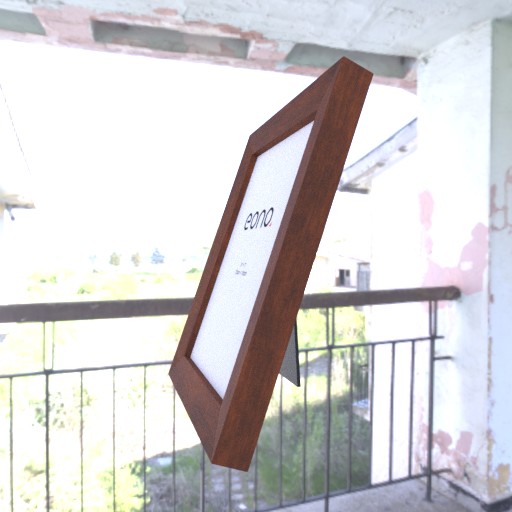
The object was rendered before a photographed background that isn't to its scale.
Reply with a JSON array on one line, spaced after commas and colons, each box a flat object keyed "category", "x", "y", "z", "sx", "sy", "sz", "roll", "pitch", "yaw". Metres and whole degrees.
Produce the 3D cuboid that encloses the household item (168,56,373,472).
[{"category": "household item", "x": 0.000, "y": 0.000, "z": 0.295, "sx": 0.096, "sy": 0.204, "sz": 0.160, "roll": 0, "pitch": 0, "yaw": -18}]
